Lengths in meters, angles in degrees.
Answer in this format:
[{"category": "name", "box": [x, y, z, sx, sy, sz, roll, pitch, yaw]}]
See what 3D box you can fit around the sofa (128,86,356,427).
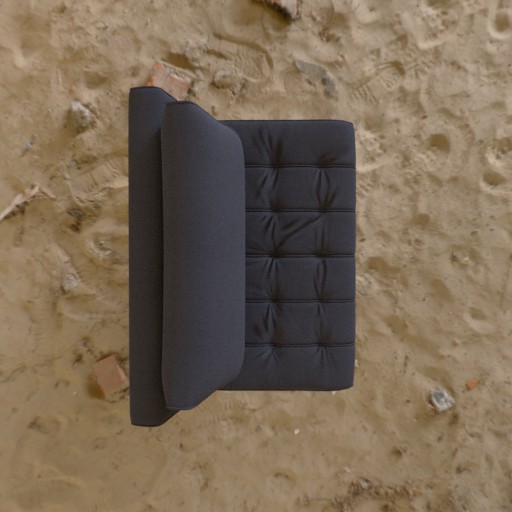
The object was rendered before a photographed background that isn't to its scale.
[{"category": "sofa", "box": [0.000, 0.000, 1.905, 0.910, 0.910, 1.220, 0, 91, 0]}]
